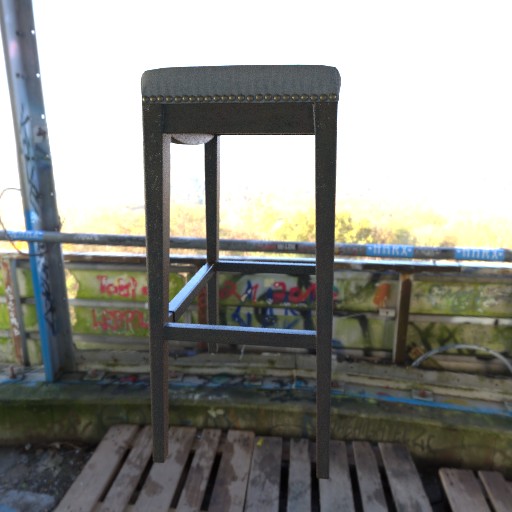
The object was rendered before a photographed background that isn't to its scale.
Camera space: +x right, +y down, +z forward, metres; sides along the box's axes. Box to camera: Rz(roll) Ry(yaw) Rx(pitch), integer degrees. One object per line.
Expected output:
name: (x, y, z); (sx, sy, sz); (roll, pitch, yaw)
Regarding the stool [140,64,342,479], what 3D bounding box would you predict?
stool: (0.000, 0.000, 1.029); (0.356, 0.762, 0.508); (2, 15, 8)
